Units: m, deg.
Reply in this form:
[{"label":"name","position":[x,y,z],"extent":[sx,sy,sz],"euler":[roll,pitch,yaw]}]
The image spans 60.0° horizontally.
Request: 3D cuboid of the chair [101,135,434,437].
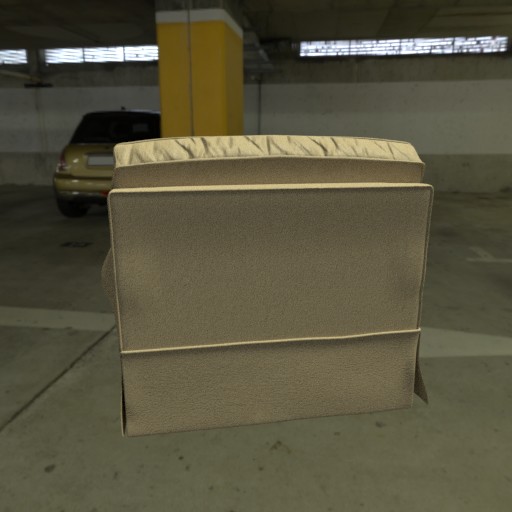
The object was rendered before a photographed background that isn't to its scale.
[{"label":"chair","position":[0.000,0.000,1.789],"extent":[1.096,0.937,0.903],"euler":[-2,15,-9]}]
